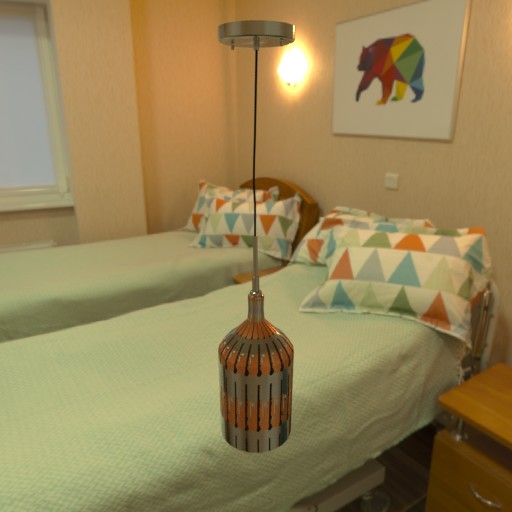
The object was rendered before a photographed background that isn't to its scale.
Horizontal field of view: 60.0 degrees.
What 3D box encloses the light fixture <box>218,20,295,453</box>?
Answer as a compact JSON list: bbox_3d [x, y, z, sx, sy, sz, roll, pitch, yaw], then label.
[{"bbox_3d":[0.000,0.000,1.656,0.303,1.535,0.303,0,18,0],"label":"light fixture"}]
